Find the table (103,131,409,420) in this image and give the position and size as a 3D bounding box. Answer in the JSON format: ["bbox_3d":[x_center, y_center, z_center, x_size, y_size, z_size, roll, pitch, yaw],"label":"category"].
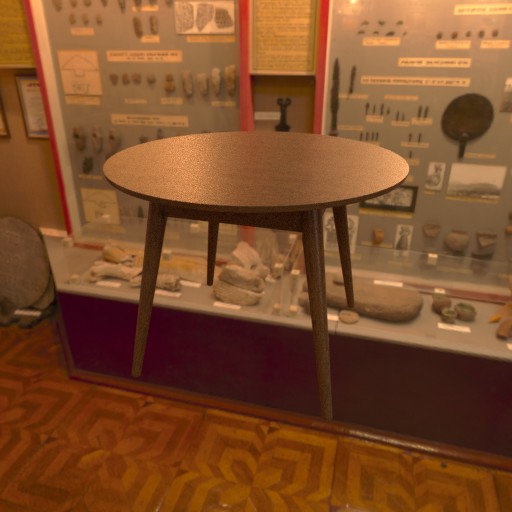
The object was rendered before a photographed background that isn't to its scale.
[{"bbox_3d":[0.000,0.000,1.767,1.053,0.786,1.053,0,26,0],"label":"table"}]
